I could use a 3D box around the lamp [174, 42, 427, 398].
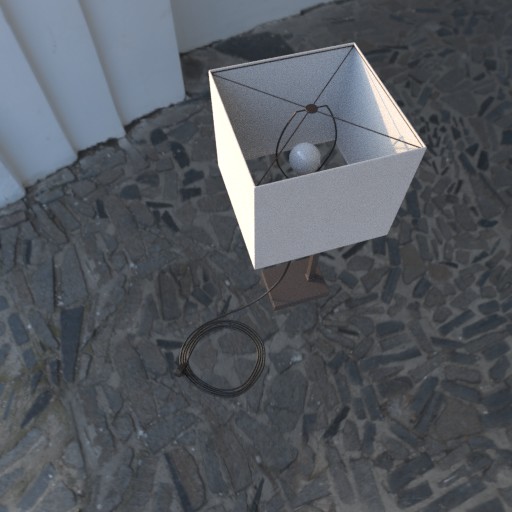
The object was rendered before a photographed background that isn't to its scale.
[{"bbox_3d":[0.000,0.000,0.968,0.504,0.660,0.399,-15,60,-9],"label":"lamp"}]
